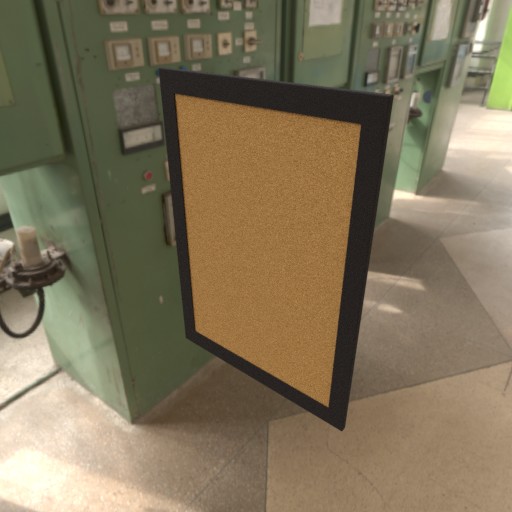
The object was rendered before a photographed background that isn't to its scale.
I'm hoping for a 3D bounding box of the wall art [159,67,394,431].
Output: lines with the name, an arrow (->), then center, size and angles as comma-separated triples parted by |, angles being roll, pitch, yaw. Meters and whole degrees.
wall art -> 0.000, 0.000, 0.706 | 0.374, 0.529, 0.012 | 22, 36, 33
